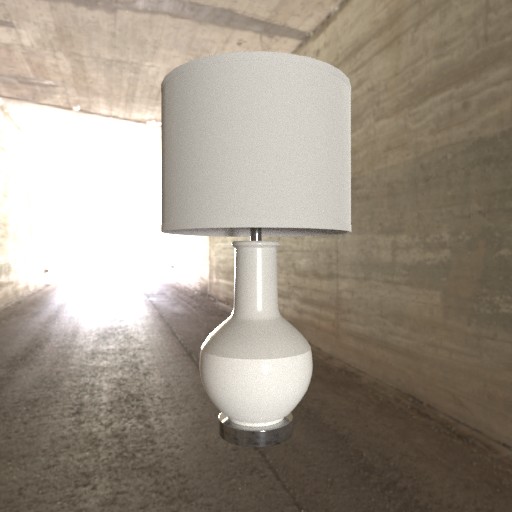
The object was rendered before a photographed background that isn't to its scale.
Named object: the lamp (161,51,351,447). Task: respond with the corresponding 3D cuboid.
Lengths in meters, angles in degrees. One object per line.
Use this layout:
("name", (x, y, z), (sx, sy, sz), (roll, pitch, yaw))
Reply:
("lamp", (0.000, 0.000, 0.849), (0.357, 0.673, 0.357), (0, 0, 36))
